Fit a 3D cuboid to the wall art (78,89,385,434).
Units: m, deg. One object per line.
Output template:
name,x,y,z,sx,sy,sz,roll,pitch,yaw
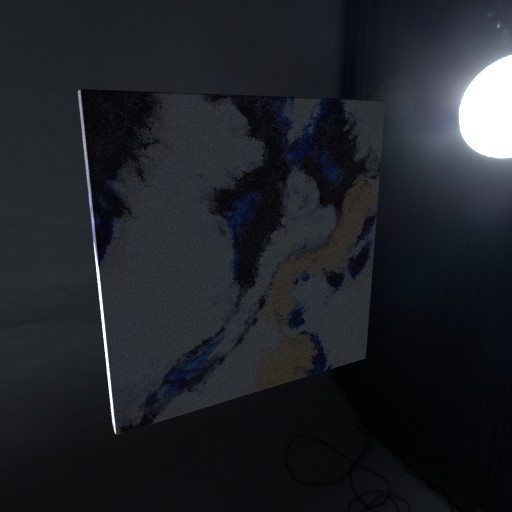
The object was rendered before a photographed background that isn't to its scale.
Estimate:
wall art,0.000,0.000,1.301,0.887,0.885,0.038,-8,18,-27
